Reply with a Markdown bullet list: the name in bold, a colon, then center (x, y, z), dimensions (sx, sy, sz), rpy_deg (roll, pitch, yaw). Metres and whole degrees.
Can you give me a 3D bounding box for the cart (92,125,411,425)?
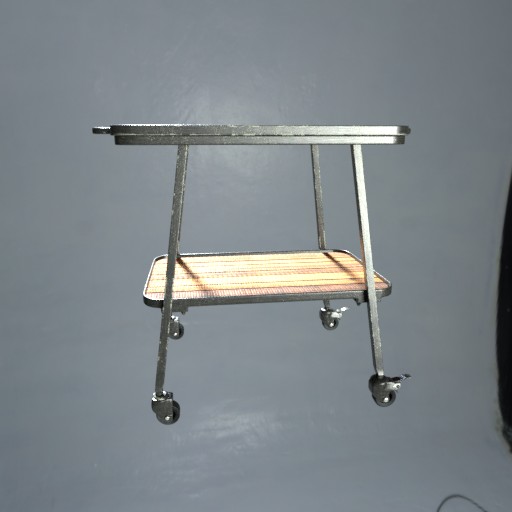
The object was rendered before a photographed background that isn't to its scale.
- **cart**: center (0.000, 0.000, 1.252), dimensions (0.806, 0.700, 0.515), rpy_deg (-2, 15, -7)
